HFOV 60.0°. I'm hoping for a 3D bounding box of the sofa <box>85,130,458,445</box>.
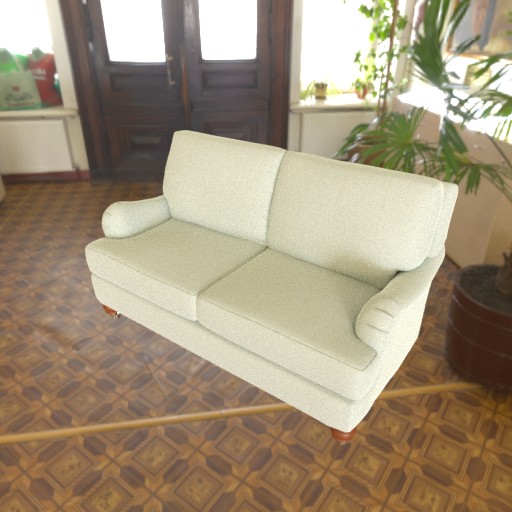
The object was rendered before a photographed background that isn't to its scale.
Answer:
[{"bbox_3d":[0.000,0.000,2.544,1.853,1.101,1.084,19,35,31],"label":"sofa"}]
